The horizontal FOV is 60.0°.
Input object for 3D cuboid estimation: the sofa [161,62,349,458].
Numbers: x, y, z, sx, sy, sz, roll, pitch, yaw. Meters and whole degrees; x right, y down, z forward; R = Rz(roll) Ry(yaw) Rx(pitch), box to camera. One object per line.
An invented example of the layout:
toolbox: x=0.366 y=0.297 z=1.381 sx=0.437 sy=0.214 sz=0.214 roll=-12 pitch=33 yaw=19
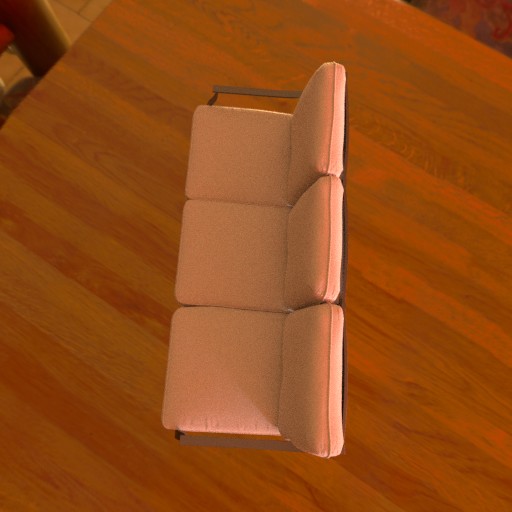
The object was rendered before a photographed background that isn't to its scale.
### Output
sofa: x=0.000 y=0.000 z=2.196 sx=0.787 sy=0.860 sz=1.740 roll=3 pitch=76 yaw=1
